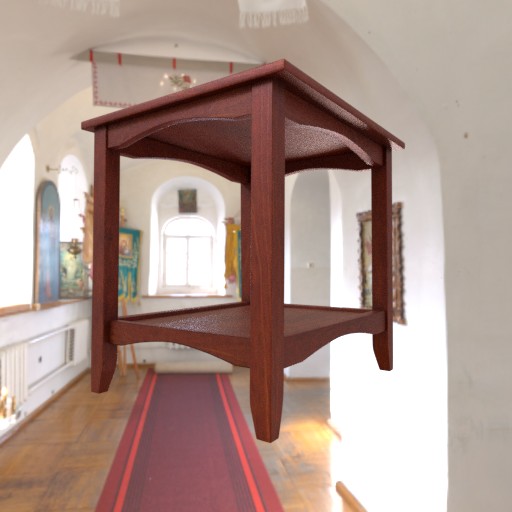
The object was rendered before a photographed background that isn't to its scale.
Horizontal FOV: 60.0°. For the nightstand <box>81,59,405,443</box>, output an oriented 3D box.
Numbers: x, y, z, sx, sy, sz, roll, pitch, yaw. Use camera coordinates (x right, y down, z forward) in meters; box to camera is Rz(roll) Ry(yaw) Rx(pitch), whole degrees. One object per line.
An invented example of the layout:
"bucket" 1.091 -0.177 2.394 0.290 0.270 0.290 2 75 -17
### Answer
"nightstand" 0.000 0.000 1.003 0.501 0.558 0.558 0 -1 36
